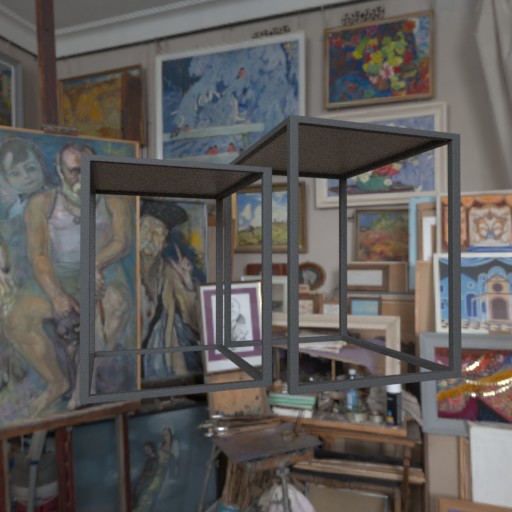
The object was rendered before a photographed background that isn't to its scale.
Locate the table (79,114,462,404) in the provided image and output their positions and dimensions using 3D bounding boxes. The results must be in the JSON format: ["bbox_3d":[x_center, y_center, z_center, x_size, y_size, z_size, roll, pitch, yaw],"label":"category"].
[{"bbox_3d":[0.000,0.000,1.097,0.788,0.540,0.508,0,-1,-19],"label":"table"}]
